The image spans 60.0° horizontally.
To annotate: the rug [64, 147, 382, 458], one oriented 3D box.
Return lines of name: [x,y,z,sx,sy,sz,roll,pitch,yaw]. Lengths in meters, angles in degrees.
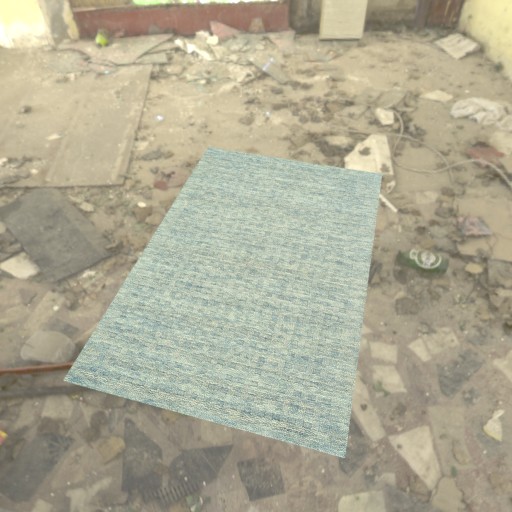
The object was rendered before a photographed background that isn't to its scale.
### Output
rug: [0.000,0.000,2.276,1.142,0.006,1.752,11,48,10]
